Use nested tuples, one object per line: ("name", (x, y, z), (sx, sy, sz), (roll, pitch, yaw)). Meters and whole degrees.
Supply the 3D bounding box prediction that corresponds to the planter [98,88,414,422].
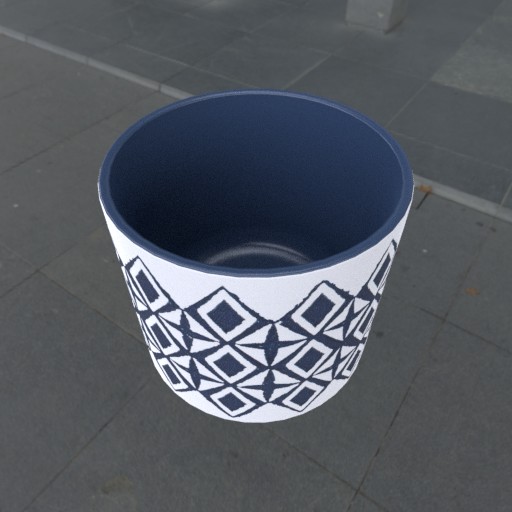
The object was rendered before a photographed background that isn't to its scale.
("planter", (0.000, 0.000, 0.393), (0.224, 0.203, 0.224), (0, 47, 0))
